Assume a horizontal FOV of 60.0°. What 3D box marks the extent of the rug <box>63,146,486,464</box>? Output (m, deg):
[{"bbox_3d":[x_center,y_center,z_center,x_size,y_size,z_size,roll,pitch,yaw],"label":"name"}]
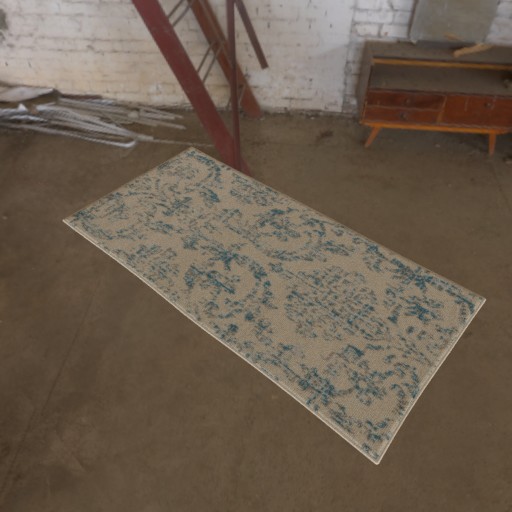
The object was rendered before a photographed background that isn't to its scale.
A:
[{"bbox_3d":[0.000,0.000,1.385,1.220,0.007,0.605,32,54,27],"label":"rug"}]
